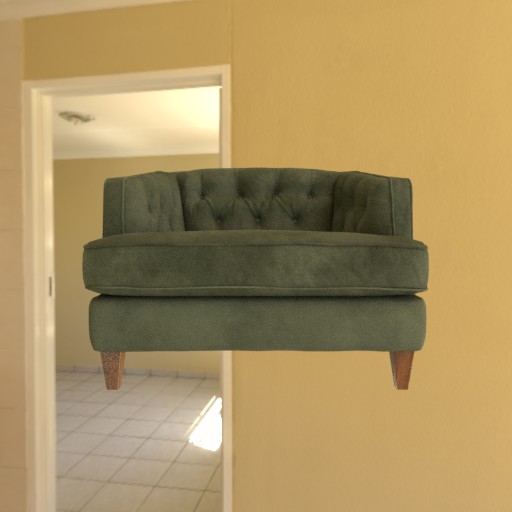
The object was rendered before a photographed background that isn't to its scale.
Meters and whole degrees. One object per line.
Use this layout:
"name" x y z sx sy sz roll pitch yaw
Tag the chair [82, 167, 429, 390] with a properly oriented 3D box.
"chair" 0.000 0.000 1.799 1.104 0.852 0.941 0 1 0
